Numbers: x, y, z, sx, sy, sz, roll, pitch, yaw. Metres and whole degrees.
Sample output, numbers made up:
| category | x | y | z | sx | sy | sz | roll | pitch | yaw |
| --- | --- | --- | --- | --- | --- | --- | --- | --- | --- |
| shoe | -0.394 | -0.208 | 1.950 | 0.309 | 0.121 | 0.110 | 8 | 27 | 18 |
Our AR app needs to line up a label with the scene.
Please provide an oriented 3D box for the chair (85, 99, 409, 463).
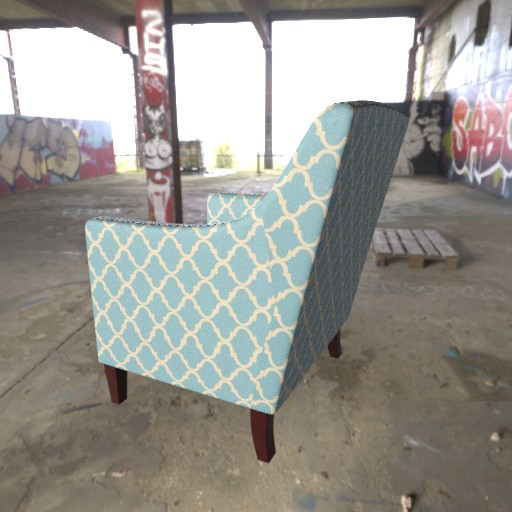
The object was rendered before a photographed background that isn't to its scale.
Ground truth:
| category | x | y | z | sx | sy | sz | roll | pitch | yaw |
| --- | --- | --- | --- | --- | --- | --- | --- | --- | --- |
| chair | 0.000 | 0.000 | 1.270 | 0.686 | 0.817 | 0.617 | 8 | 17 | 26 |
